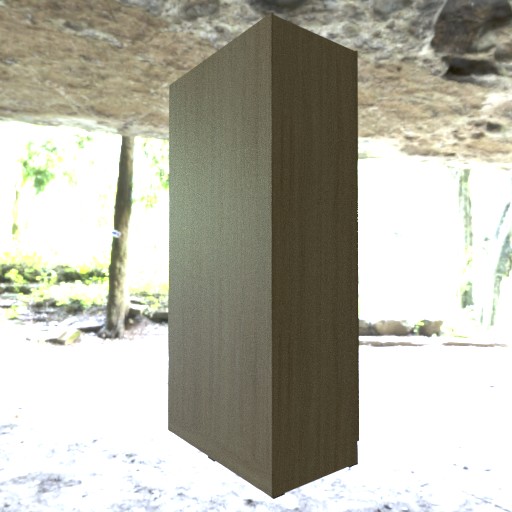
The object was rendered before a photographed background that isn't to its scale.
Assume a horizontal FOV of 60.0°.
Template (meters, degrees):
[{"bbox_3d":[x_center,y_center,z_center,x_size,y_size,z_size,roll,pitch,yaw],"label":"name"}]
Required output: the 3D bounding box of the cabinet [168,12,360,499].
[{"bbox_3d":[0.000,0.000,2.501,0.590,2.121,1.001,1,-2,-37],"label":"cabinet"}]
